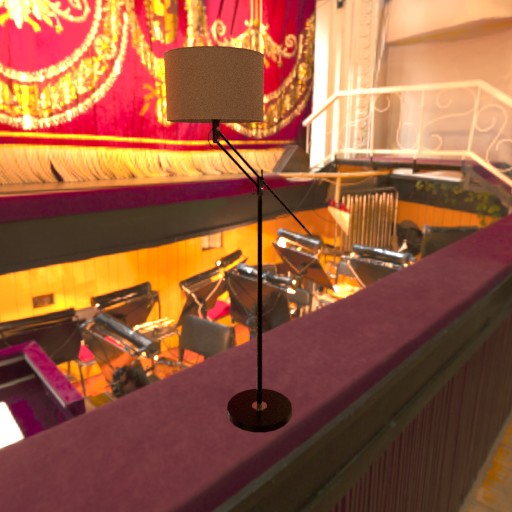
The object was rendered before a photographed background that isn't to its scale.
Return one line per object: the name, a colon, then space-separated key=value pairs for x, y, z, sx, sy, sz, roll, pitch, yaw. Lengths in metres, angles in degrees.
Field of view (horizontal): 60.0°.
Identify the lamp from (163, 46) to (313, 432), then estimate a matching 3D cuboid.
lamp: x=0.000 y=0.000 z=2.009 sx=0.809 sy=1.635 sz=0.373 roll=-14 pitch=20 yaw=-42
